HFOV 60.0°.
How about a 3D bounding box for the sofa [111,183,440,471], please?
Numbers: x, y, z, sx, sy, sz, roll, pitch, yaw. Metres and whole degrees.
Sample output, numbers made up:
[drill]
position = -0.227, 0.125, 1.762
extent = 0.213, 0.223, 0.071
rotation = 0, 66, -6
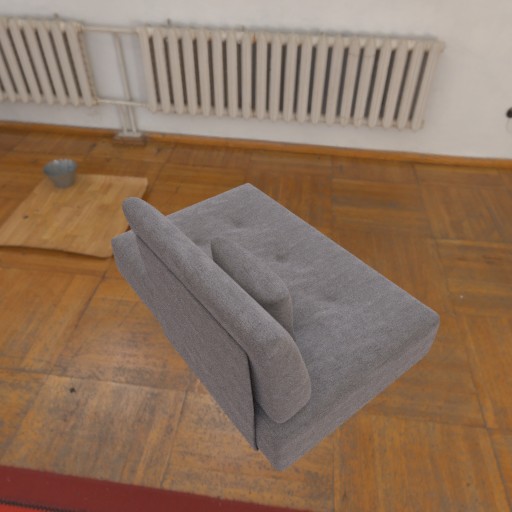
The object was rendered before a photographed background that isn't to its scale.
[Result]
[sofa]
position = 0.000, 0.000, 2.071
extent = 1.002, 0.820, 1.450
rotation = -27, 48, -28
